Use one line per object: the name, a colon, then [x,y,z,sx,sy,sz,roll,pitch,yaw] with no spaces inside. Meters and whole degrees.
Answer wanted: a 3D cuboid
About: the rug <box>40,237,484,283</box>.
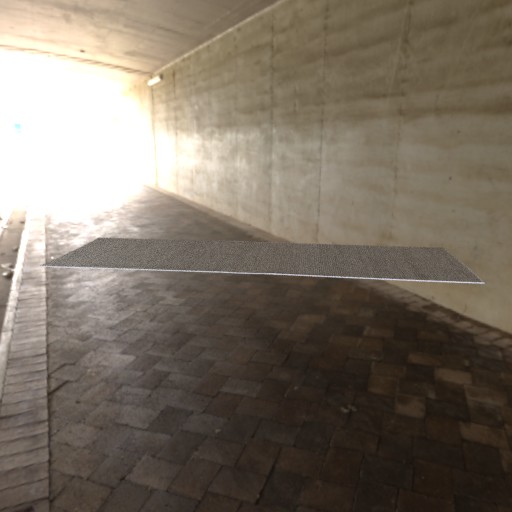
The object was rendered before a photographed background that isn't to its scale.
rug: [0.000,0.000,2.696,2.390,0.014,0.741,2,15,7]
